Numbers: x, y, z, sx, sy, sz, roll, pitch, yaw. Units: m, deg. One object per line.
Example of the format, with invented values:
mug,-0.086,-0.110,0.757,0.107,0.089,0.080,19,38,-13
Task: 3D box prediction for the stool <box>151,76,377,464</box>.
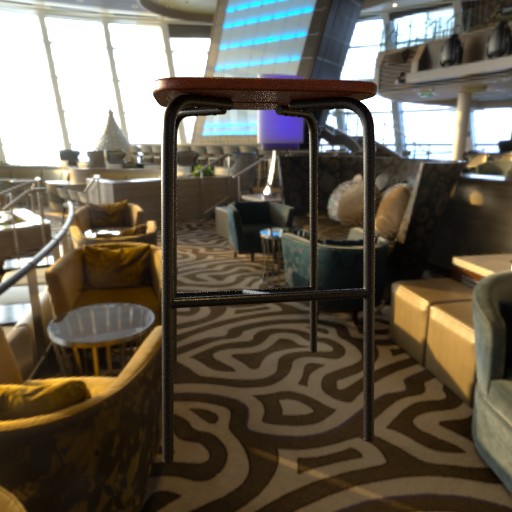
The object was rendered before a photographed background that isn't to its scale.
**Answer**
stool,0.000,0.000,0.875,0.376,0.610,0.376,-2,14,-9
